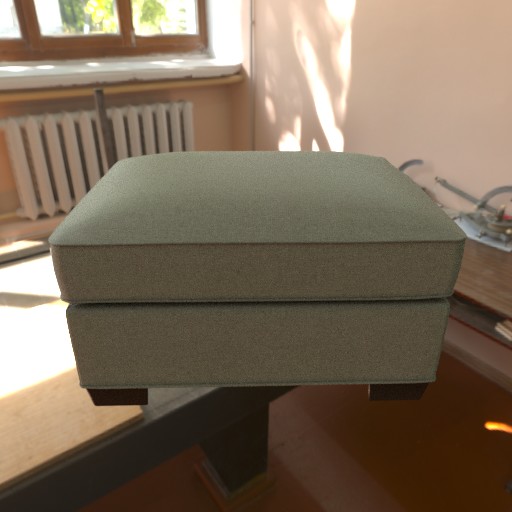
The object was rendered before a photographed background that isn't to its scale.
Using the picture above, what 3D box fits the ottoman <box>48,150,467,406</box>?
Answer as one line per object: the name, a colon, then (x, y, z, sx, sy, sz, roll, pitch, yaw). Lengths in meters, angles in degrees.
ottoman: (0.000, 0.000, 1.219, 0.843, 0.504, 0.619, -1, 28, -1)
